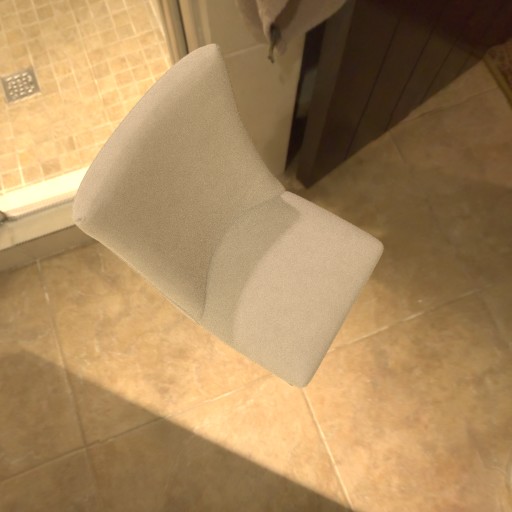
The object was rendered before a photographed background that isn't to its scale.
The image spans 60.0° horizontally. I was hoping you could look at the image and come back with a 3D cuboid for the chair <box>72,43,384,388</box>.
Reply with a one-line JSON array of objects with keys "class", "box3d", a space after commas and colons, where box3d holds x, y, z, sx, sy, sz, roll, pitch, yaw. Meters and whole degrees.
[{"class": "chair", "box3d": [0.000, 0.000, 1.248, 0.610, 0.902, 0.495, 31, 75, 9]}]
